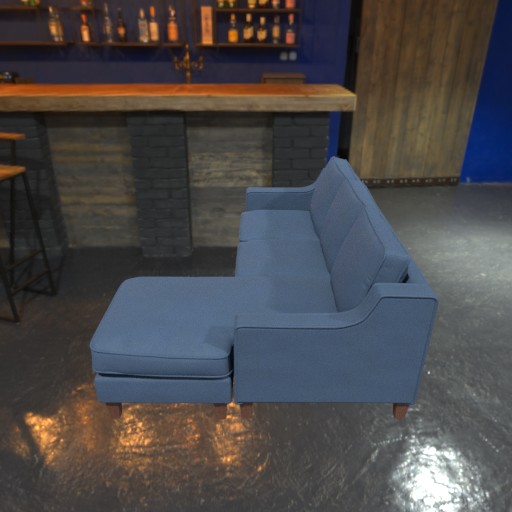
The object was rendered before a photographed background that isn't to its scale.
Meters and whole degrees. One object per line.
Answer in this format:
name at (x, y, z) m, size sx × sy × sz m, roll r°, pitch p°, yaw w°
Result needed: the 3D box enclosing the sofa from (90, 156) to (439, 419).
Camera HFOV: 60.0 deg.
sofa at (0.000, 0.000, 3.377) m, size 1.858 × 1.066 × 2.317 m, roll 0°, pitch 27°, yaw 0°
